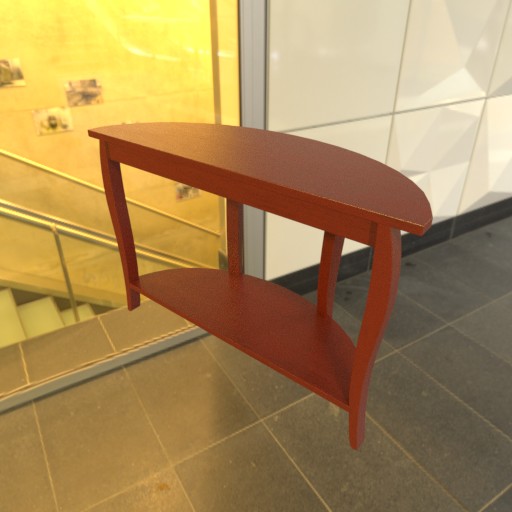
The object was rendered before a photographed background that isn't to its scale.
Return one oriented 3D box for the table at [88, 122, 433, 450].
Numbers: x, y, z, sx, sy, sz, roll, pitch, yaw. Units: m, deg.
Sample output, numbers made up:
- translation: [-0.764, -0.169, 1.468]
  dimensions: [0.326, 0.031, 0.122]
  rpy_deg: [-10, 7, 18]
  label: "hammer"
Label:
- translation: [0.000, 0.000, 1.582]
  dimensions: [1.219, 0.779, 0.405]
  rpy_deg: [22, 37, 33]
  label: "table"
